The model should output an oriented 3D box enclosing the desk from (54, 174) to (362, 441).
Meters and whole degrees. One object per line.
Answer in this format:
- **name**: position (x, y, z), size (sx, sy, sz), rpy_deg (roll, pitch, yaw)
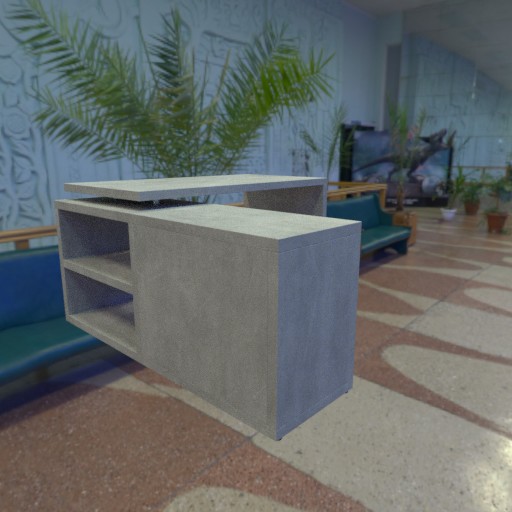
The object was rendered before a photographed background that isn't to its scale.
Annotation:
- **desk**: position (0.000, 0.000, 2.306), size (1.500, 0.740, 1.400), rpy_deg (12, 18, 42)
